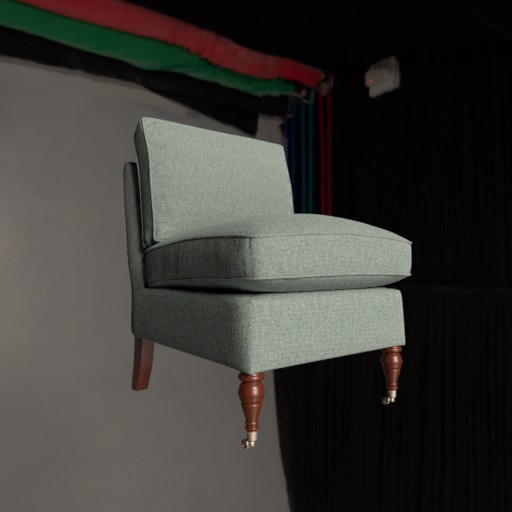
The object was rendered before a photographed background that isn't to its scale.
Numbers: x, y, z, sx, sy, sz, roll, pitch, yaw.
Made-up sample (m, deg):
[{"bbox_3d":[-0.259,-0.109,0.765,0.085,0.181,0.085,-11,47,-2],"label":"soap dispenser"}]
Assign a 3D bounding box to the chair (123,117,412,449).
[{"bbox_3d":[0.000,0.000,1.431,0.624,0.901,0.796,1,-1,-38],"label":"chair"}]
